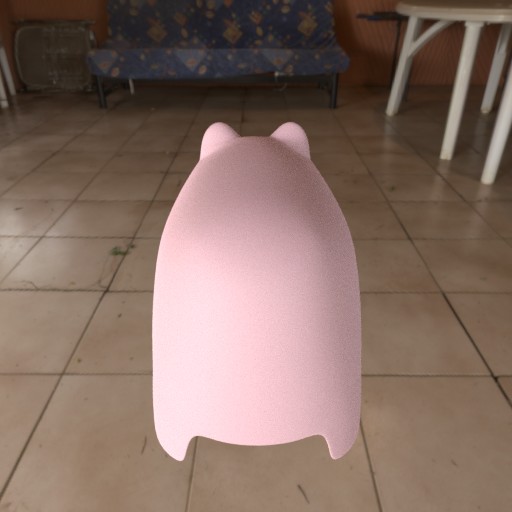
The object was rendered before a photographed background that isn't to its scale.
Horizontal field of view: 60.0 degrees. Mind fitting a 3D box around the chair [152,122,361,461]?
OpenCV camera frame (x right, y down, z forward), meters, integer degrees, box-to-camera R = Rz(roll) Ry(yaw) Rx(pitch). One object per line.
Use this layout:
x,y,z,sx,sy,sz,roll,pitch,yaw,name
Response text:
0.000,0.000,0.831,0.364,0.423,0.619,0,31,-1,chair
